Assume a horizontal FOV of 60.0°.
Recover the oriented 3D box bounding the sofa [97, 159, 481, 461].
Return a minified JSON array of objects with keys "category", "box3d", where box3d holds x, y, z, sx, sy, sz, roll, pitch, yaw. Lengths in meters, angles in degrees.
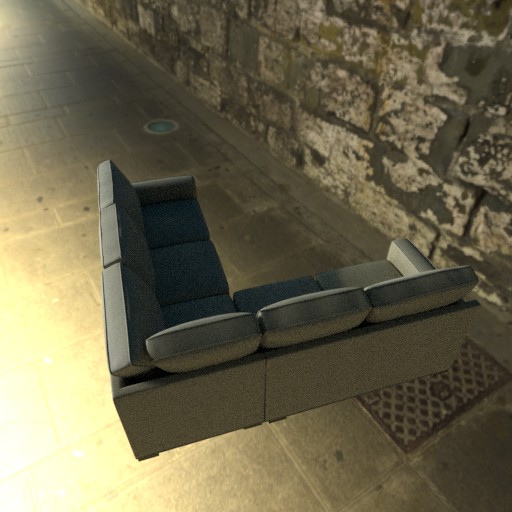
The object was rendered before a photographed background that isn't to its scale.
[{"category":"sofa","box3d":[0.000,0.000,3.366,2.188,0.936,2.211,-12,42,-13]}]
